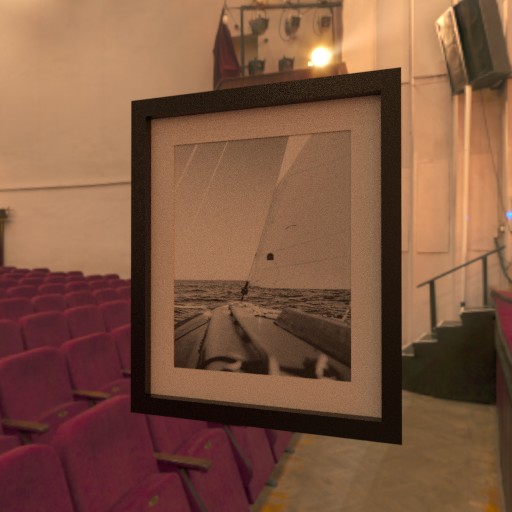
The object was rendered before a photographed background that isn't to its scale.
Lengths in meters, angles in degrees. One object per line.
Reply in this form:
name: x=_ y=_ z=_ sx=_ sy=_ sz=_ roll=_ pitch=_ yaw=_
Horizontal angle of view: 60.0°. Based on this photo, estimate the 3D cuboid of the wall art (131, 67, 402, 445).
wall art: x=0.000 y=0.000 z=0.739 sx=0.461 sy=0.558 sz=0.031 roll=0 pitch=0 yaw=18
